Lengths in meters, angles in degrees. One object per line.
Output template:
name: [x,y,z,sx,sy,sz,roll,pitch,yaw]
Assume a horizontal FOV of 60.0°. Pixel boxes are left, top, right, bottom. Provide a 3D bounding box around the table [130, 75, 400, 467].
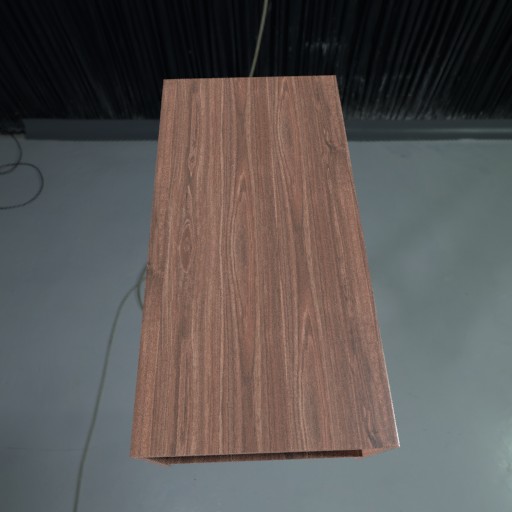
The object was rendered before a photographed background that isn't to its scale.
table: [0.000,0.000,1.441,0.600,0.400,1.200,-2,62,-1]
